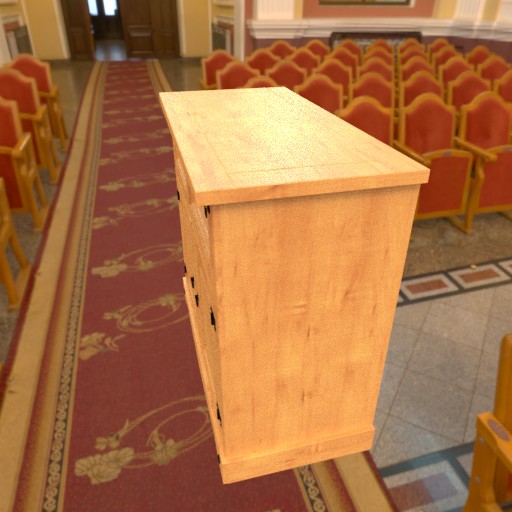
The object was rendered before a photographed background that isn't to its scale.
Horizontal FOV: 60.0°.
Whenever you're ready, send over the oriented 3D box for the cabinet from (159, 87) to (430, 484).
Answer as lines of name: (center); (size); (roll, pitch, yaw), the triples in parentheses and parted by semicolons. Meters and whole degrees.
cabinet: (0.000, 0.000, 1.394); (0.450, 0.840, 0.920); (-7, 31, -12)
